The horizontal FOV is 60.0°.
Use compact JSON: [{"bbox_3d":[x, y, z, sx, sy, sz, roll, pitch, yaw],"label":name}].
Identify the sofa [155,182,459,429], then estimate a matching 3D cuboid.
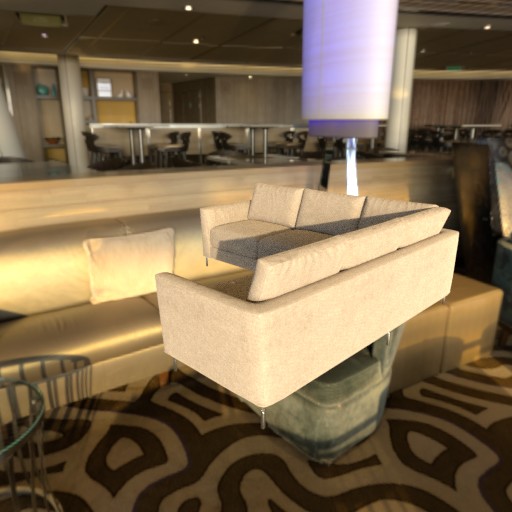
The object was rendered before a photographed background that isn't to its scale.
[{"bbox_3d":[0.000,0.000,3.724,2.438,0.864,2.438,16,22,42],"label":"sofa"}]
